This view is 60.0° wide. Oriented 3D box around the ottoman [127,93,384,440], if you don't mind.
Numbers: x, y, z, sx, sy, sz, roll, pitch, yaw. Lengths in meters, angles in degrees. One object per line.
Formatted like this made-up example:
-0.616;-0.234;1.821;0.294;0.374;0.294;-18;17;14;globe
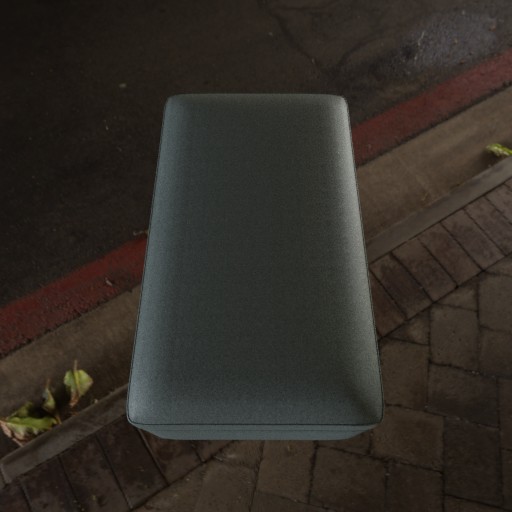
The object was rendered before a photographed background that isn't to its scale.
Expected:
0.000;0.000;1.564;0.681;0.494;1.173;0;63;0;ottoman
